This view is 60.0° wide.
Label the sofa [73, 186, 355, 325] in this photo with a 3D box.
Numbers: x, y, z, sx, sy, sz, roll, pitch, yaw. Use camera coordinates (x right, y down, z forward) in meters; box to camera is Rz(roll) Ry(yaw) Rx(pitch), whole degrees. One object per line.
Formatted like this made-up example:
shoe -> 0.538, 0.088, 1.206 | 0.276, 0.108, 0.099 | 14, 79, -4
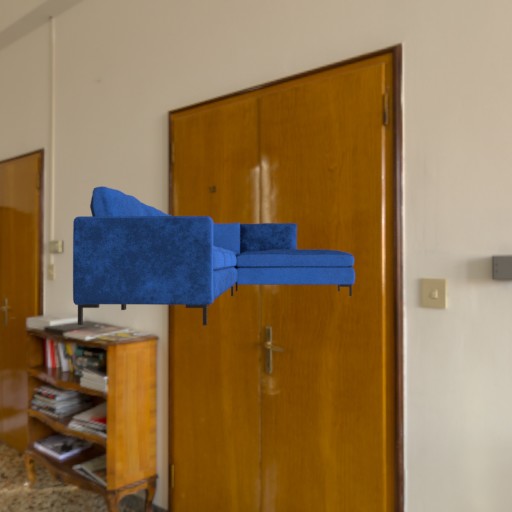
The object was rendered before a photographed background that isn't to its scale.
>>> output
sofa -> 0.000, 0.000, 3.310 | 1.707, 0.687, 2.486 | 0, -1, 1
